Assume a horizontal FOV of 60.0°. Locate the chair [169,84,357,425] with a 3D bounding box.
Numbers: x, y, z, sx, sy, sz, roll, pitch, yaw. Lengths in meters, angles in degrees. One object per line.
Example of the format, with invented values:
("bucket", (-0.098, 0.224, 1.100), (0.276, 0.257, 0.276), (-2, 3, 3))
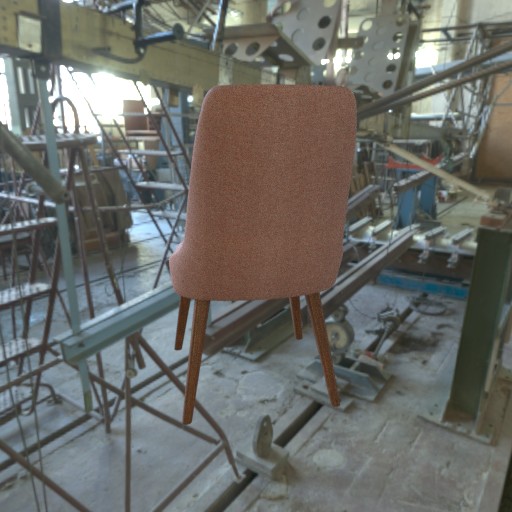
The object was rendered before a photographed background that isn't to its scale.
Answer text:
("chair", (0.000, 0.000, 1.349), (0.535, 0.918, 0.707), (-3, 16, -10))
